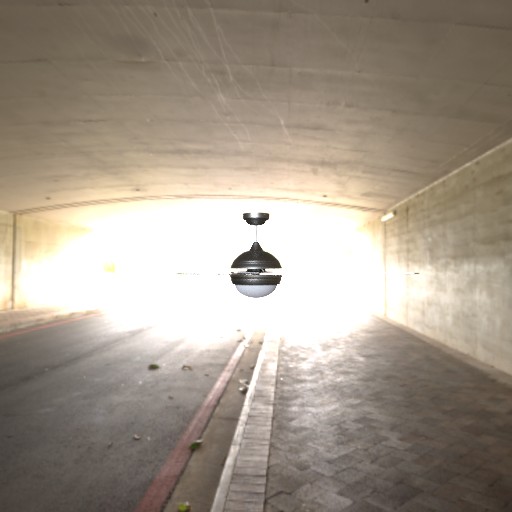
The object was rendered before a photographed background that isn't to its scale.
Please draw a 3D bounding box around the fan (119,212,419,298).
[{"bbox_3d":[0.000,0.000,2.000,1.321,0.381,1.321,-1,-2,36],"label":"fan"}]
